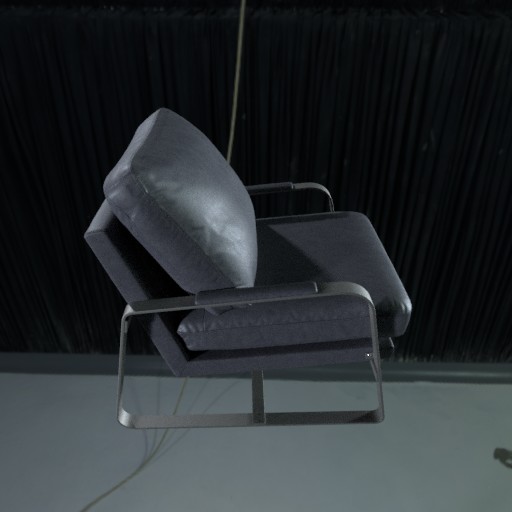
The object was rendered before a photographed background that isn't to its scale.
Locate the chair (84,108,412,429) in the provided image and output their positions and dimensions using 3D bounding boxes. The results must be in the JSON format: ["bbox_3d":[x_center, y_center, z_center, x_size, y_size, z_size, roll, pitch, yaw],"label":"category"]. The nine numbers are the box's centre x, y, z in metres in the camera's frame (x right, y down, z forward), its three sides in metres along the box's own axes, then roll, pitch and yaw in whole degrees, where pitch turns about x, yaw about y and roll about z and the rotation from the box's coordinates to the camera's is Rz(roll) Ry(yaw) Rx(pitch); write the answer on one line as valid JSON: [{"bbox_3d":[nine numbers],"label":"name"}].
[{"bbox_3d":[0.000,0.000,1.464,0.878,0.839,0.692,-1,33,-1],"label":"chair"}]
